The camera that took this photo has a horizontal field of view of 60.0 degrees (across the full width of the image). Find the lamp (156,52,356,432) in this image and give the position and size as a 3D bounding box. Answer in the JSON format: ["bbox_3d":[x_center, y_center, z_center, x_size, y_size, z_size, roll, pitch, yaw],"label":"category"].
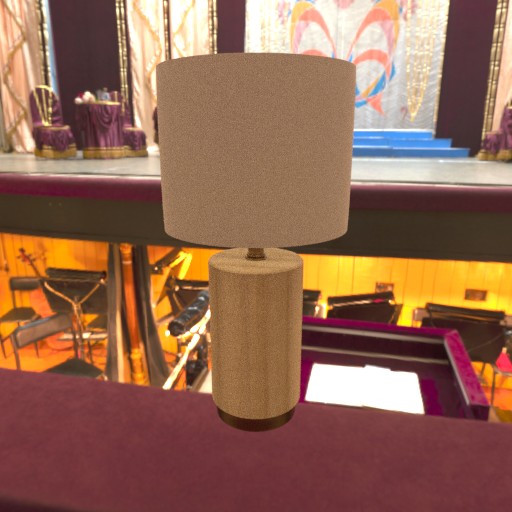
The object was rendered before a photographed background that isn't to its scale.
[{"bbox_3d":[0.000,0.000,0.569,0.228,0.444,0.228,3,16,10],"label":"lamp"}]
